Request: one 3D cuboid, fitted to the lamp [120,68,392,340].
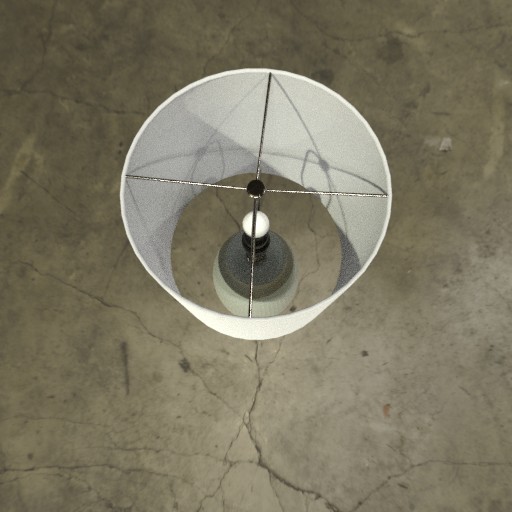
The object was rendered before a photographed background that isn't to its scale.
[{"bbox_3d":[0.000,0.000,0.572,0.217,0.453,0.217,4,76,1],"label":"lamp"}]
